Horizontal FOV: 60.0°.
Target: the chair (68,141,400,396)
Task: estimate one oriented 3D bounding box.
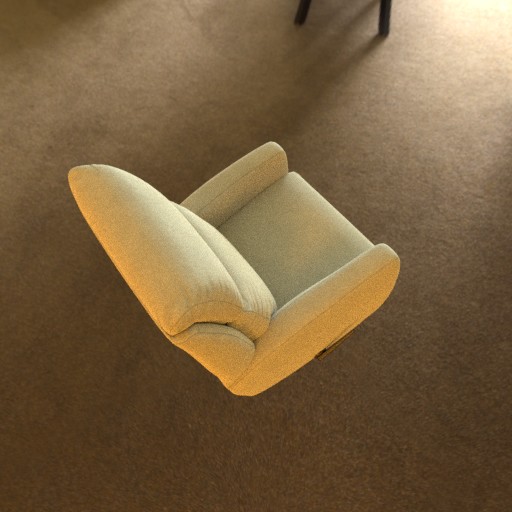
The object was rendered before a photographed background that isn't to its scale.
[{"bbox_3d":[0.000,0.000,1.684,0.941,1.015,0.812,-32,63,-19],"label":"chair"}]
